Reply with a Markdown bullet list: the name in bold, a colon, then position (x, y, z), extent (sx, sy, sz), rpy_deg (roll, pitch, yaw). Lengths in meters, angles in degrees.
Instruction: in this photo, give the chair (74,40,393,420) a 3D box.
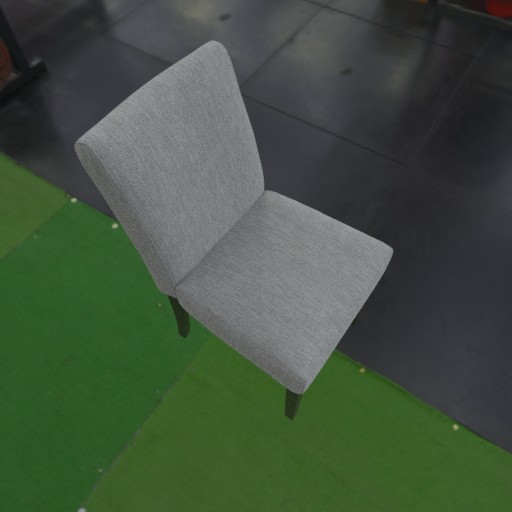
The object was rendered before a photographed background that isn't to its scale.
- **chair**: position (0.000, 0.000, 1.250), extent (0.629, 0.884, 0.487), rpy_deg (32, 63, 18)
